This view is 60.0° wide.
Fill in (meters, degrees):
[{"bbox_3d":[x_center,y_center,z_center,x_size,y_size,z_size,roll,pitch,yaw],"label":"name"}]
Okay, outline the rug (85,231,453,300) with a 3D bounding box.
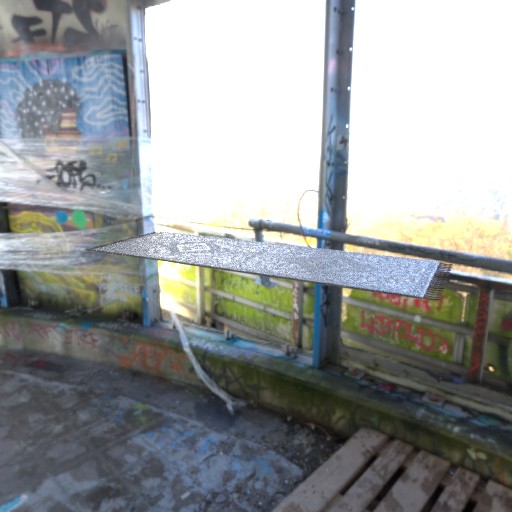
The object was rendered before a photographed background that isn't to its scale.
[{"bbox_3d":[0.000,0.000,2.844,2.378,0.018,1.324,13,19,42],"label":"rug"}]
